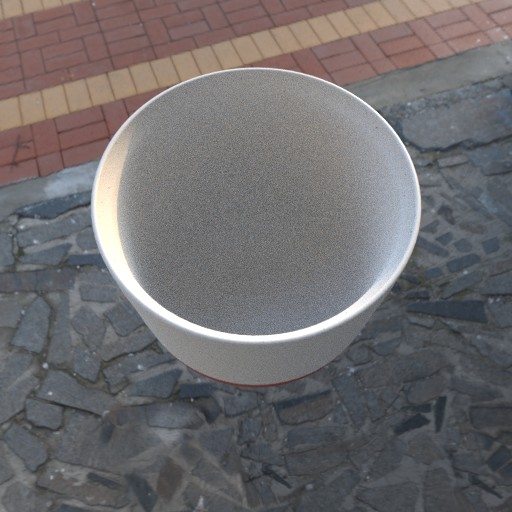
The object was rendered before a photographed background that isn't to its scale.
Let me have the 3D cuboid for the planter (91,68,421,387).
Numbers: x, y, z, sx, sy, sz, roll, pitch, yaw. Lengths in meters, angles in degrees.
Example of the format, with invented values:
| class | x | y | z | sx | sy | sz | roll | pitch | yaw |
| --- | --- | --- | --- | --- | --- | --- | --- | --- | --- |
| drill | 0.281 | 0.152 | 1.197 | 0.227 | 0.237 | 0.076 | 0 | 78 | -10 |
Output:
| class | x | y | z | sx | sy | sz | roll | pitch | yaw |
| --- | --- | --- | --- | --- | --- | --- | --- | --- | --- |
| planter | 0.000 | 0.000 | 0.481 | 0.268 | 0.270 | 0.268 | 0 | 64 | 0 |
